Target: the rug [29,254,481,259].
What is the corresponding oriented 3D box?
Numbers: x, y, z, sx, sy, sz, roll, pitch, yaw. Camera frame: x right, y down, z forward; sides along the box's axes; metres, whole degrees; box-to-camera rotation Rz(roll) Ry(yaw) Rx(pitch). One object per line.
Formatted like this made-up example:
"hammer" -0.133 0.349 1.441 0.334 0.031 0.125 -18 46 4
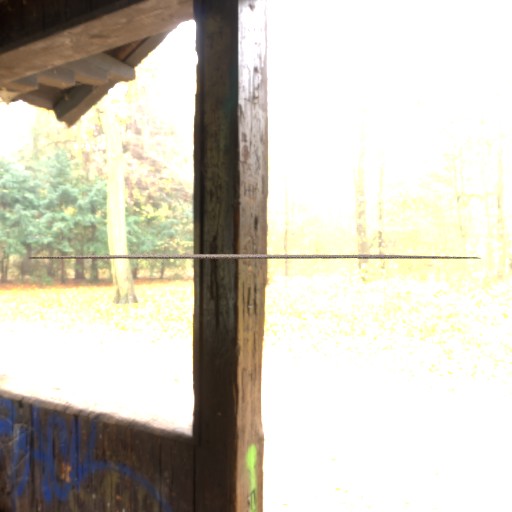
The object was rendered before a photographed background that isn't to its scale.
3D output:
"rug" 0.000 0.000 4.170 3.034 0.012 2.406 0 1 1
